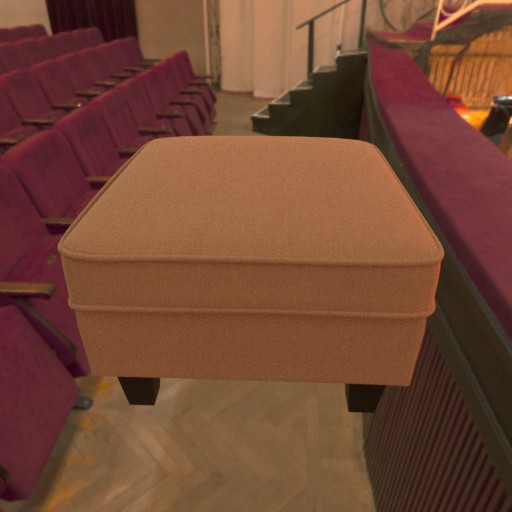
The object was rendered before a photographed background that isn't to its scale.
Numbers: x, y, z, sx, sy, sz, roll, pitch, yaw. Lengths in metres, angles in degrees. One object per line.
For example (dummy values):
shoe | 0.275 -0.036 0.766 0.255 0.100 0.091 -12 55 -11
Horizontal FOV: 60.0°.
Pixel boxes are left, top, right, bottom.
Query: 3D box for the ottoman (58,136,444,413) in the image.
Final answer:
ottoman | 0.000 0.000 1.004 0.613 0.438 0.616 1 31 2
